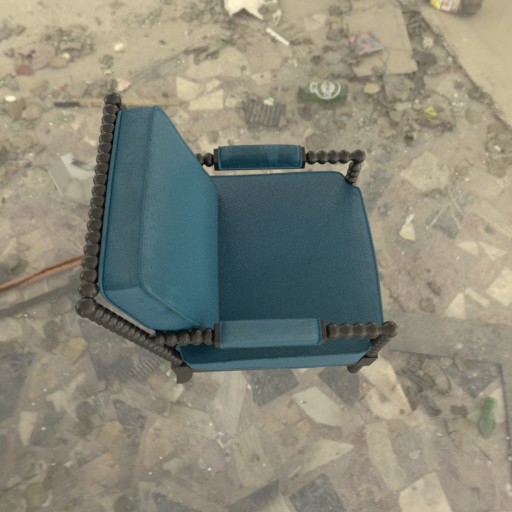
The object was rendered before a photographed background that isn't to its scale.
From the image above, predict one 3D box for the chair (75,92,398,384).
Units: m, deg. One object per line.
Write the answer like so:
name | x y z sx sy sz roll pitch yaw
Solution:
chair | 0.000 0.000 1.449 0.805 0.857 0.688 -2 64 -1
